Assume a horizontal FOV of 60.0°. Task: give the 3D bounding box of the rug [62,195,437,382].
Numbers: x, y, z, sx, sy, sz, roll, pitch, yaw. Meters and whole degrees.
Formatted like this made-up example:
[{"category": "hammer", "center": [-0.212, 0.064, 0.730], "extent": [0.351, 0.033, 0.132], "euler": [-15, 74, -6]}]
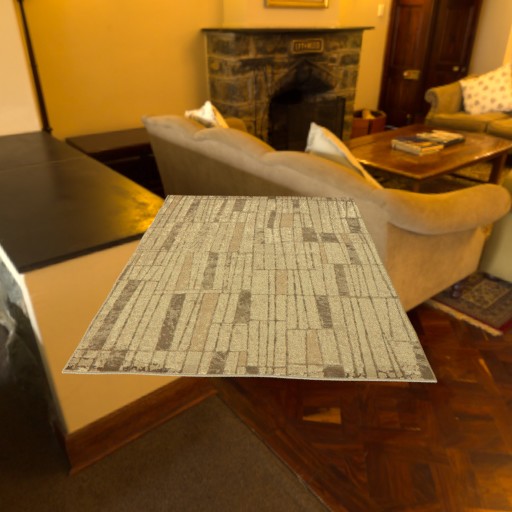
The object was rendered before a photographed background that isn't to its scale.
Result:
[{"category": "rug", "center": [0.000, 0.000, 4.351], "extent": [2.449, 0.019, 3.357], "euler": [1, 28, 2]}]
